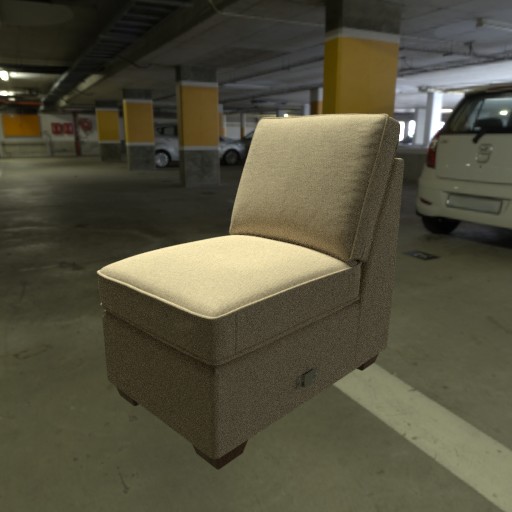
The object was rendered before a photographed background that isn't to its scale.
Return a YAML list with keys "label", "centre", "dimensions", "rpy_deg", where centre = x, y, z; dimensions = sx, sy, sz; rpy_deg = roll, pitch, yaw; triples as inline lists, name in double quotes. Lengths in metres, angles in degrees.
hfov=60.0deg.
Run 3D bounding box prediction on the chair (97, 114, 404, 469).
- label: "chair"
  centre: [0.000, 0.000, 1.564]
  dimensions: [0.621, 0.970, 0.938]
  rpy_deg: [14, 21, 42]
